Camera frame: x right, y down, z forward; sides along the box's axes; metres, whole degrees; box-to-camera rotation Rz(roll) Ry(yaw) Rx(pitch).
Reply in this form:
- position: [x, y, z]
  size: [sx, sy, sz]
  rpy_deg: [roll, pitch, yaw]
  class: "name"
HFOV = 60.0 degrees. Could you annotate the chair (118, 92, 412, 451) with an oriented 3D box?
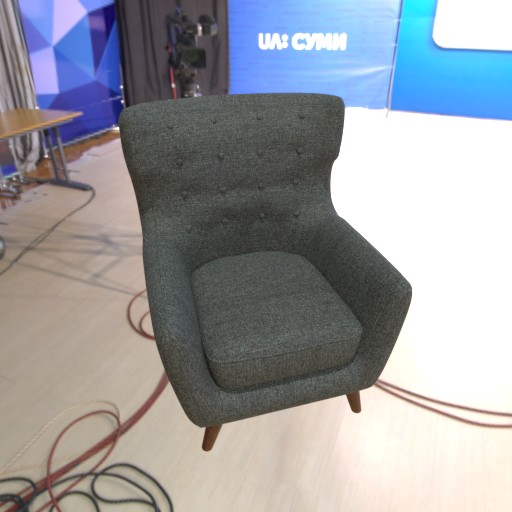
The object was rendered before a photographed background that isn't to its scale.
- position: [0.000, 0.000, 1.727]
  size: [0.878, 1.063, 0.904]
  rpy_deg: [-9, 32, -14]
  class: "chair"
